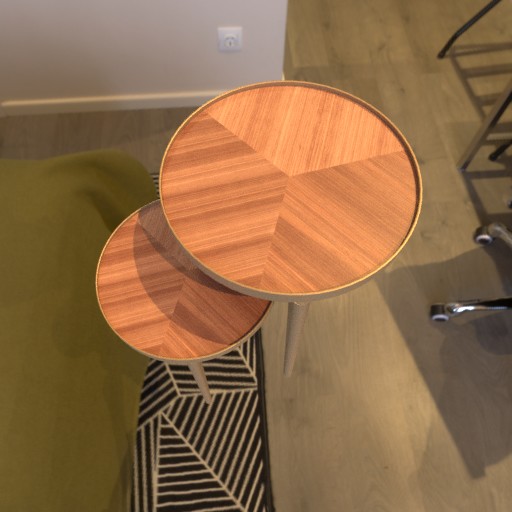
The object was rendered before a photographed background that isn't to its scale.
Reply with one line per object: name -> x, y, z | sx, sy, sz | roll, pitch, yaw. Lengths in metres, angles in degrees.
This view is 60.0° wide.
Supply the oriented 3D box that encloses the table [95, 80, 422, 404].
table -> 0.000, 0.000, 1.126 | 0.751, 0.555, 0.532 | -31, 67, -15
